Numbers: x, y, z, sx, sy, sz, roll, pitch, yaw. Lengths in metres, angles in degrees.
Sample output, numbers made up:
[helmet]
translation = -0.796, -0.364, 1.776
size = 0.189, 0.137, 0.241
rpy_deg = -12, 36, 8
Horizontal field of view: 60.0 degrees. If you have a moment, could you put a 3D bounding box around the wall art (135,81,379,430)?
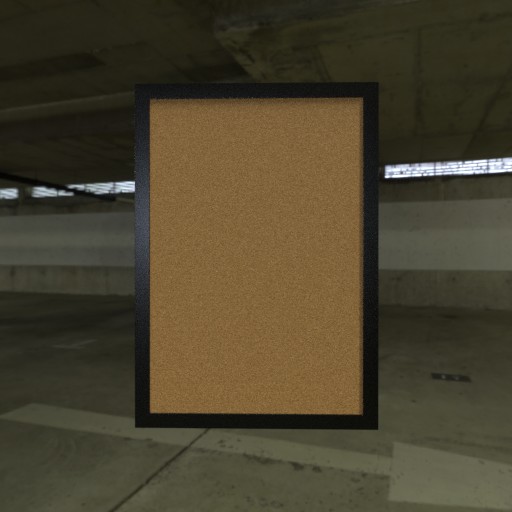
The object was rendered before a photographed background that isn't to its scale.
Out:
[wall art]
translation = 0.000, 0.000, 0.559
size = 0.304, 0.432, 0.013
rpy_deg = 0, 0, 1
